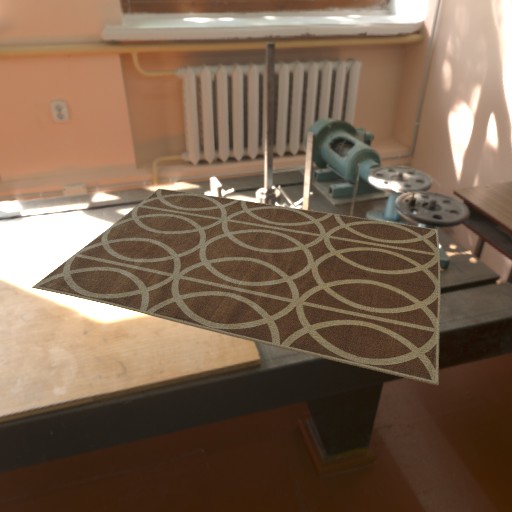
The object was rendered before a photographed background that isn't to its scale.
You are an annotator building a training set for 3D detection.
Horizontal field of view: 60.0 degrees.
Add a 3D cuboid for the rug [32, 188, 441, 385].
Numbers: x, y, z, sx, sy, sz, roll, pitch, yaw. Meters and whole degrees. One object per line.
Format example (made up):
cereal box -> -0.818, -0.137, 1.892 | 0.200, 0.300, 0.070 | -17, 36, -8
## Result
rug -> 0.000, 0.000, 2.914 | 2.290, 0.014, 1.526 | 10, 34, 16
